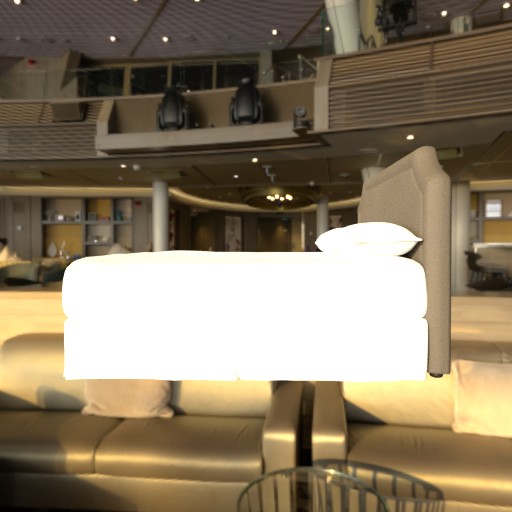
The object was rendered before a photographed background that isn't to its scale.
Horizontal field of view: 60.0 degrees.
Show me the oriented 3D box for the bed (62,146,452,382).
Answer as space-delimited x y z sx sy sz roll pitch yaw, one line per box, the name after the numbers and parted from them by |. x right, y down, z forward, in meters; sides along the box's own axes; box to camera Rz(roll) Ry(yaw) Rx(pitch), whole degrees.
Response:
0.000 0.000 3.873 2.536 1.561 2.194 0 1 1 | bed
